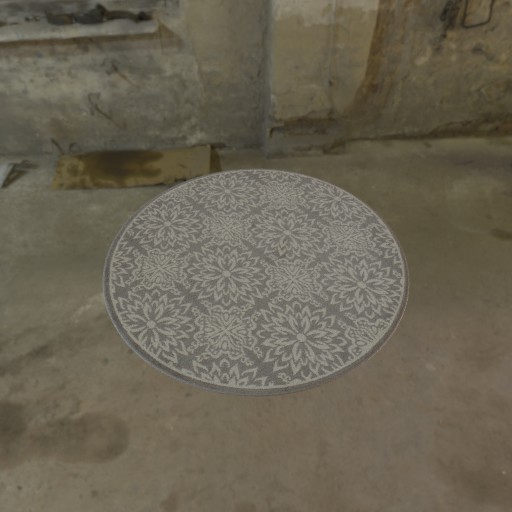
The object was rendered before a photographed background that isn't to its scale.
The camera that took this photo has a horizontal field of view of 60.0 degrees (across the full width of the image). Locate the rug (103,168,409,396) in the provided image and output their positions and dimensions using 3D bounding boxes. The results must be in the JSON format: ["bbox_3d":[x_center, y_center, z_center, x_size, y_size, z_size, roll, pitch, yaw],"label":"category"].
[{"bbox_3d":[0.000,0.000,2.368,1.593,0.012,1.593,0,46,0],"label":"rug"}]
